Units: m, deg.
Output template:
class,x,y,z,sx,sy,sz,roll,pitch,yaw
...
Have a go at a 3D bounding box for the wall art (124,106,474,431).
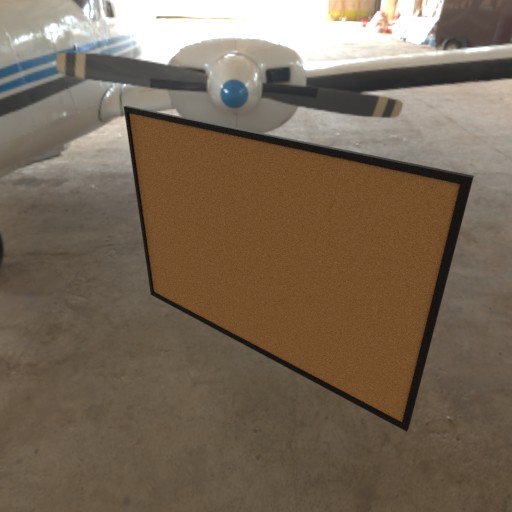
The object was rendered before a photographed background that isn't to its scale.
class,x,y,z,sx,sy,sz,roll,pitch,yaw
wall art,0.000,0.000,1.199,0.963,0.665,0.013,21,36,32
